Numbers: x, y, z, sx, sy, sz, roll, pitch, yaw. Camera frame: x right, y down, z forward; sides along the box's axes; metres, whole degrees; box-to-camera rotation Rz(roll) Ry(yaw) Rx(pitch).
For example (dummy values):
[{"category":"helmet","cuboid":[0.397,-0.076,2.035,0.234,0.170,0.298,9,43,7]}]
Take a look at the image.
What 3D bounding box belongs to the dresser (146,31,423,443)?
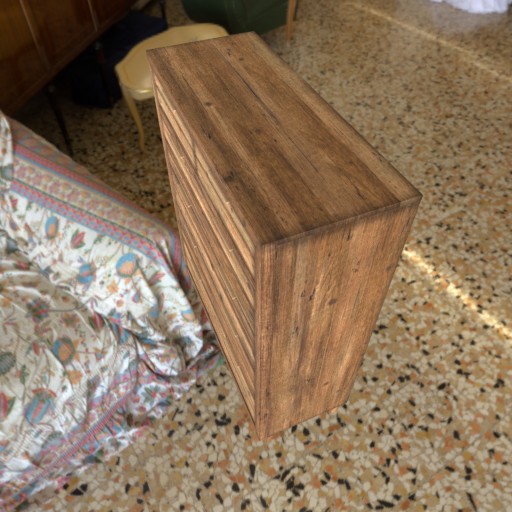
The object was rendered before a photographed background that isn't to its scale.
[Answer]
[{"category":"dresser","cuboid":[0.000,0.000,1.863,0.438,1.359,1.067,-18,51,-15]}]
